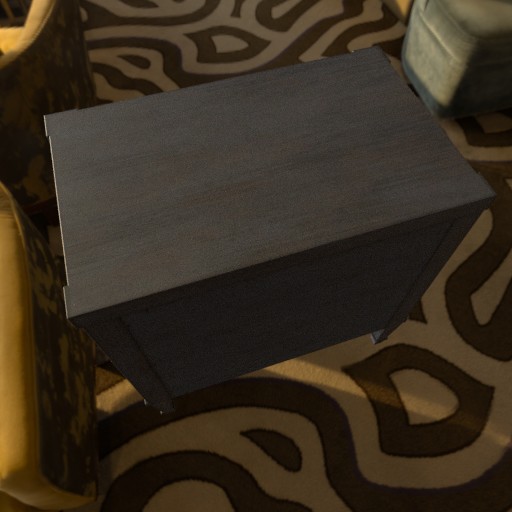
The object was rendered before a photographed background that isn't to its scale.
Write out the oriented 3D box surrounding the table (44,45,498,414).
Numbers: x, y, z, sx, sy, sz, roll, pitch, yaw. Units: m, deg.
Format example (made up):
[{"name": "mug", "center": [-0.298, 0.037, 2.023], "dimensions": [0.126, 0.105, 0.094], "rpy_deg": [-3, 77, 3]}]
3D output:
[{"name": "table", "center": [0.000, 0.000, 1.020], "dimensions": [0.660, 0.660, 0.413], "rpy_deg": [-16, 60, -9]}]
